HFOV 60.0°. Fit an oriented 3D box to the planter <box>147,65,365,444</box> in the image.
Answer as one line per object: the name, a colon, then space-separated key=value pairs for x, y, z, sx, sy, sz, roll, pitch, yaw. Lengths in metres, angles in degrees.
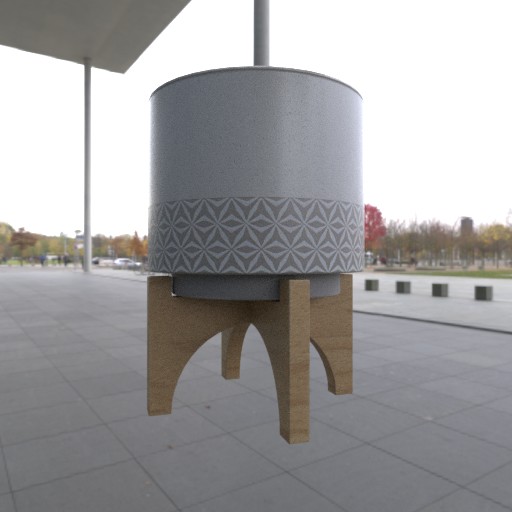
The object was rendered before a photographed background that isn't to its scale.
planter: x=0.000 y=0.000 z=0.522 sx=0.249 sy=0.343 sz=0.249 roll=0 pitch=0 yaw=0
